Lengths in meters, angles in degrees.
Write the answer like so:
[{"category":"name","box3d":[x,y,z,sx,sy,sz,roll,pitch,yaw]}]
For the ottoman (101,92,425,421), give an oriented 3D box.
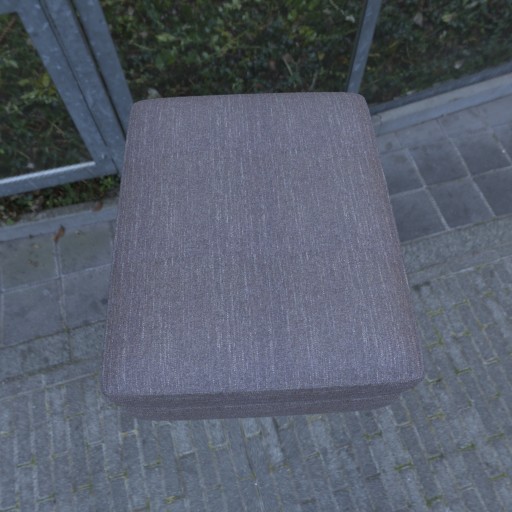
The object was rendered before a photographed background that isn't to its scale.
[{"category":"ottoman","box3d":[0.000,0.000,1.216,0.671,0.490,0.820,-2,63,-1]}]
